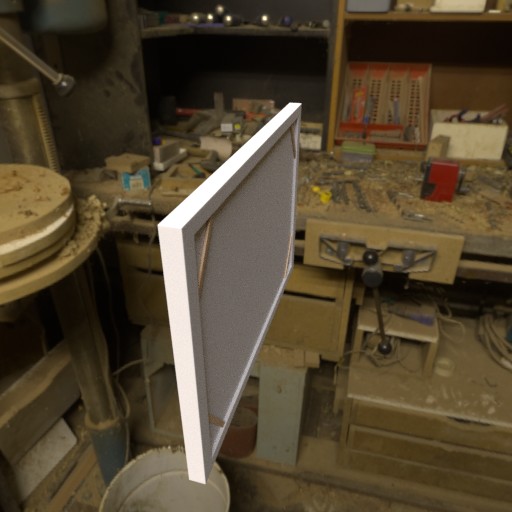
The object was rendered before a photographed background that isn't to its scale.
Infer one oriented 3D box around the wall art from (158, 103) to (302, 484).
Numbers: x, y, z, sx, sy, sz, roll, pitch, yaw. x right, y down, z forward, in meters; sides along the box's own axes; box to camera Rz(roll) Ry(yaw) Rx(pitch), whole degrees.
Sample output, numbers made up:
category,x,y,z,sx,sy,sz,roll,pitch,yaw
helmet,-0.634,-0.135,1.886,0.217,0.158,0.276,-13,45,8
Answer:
category,x,y,z,sx,sy,sz,roll,pitch,yaw
wall art,0.000,0.000,1.176,0.038,0.609,0.914,8,31,14
